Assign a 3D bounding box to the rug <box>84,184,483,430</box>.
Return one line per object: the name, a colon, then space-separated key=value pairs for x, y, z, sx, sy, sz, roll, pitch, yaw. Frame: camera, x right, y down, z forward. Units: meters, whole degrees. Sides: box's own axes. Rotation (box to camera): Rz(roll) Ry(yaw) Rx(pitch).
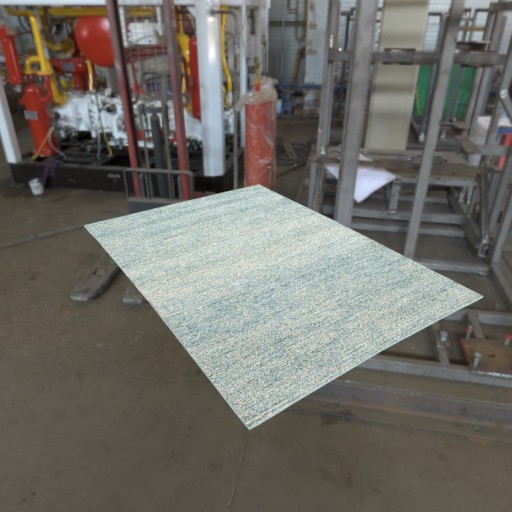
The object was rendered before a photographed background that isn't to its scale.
rug: x=0.000 y=0.000 z=2.929 sx=1.611 sy=0.026 sz=2.260 roll=-18 pitch=34 yaw=-29
